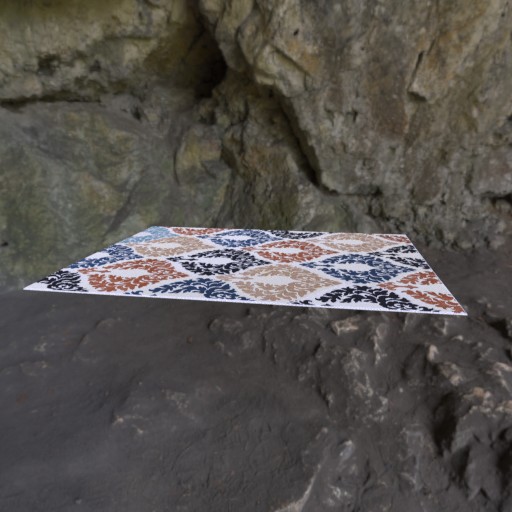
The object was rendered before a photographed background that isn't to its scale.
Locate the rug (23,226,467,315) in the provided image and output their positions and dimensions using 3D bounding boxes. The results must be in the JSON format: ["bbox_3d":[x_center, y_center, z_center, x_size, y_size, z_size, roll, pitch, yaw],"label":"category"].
[{"bbox_3d":[0.000,0.000,4.119,3.040,0.014,2.423,2,15,9],"label":"rug"}]
